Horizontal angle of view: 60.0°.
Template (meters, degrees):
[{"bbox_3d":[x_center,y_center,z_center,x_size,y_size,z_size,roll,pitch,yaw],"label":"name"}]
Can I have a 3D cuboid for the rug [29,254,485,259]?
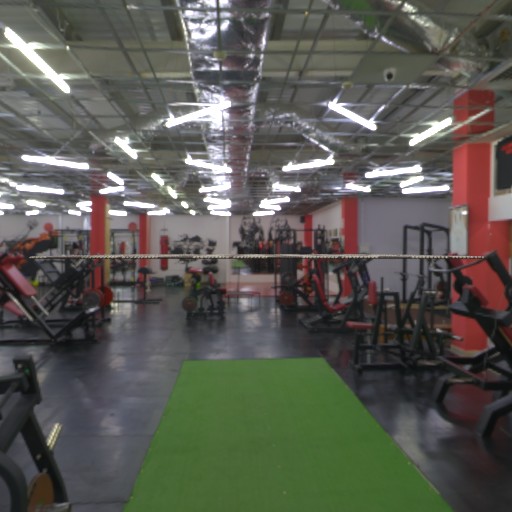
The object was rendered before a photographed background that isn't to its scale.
[{"bbox_3d":[0.000,0.000,4.158,3.048,0.016,2.438,0,1,-1],"label":"rug"}]
